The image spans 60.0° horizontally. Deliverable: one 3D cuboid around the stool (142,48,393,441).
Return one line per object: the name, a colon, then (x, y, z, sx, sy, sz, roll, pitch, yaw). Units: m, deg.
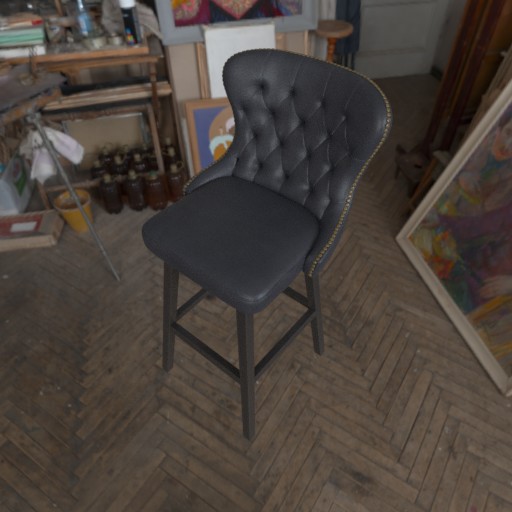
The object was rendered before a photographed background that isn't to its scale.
stool: (0.000, 0.000, 1.399, 0.528, 1.050, 0.601, 30, 53, 27)
